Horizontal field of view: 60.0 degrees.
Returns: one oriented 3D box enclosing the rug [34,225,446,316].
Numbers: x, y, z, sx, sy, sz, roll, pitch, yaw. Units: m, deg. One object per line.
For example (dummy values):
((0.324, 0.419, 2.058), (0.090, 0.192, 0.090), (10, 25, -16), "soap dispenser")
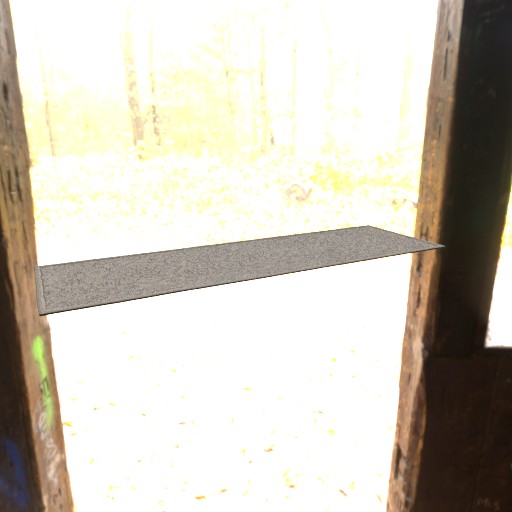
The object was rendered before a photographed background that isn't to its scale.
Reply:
((0.000, 0.000, 2.725), (2.448, 0.012, 0.769), (-8, 18, -26), "rug")
